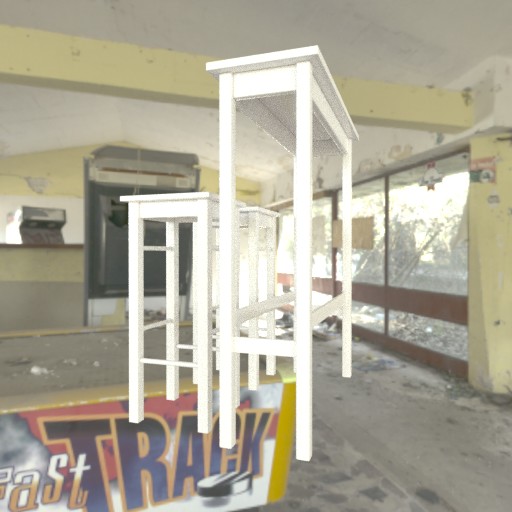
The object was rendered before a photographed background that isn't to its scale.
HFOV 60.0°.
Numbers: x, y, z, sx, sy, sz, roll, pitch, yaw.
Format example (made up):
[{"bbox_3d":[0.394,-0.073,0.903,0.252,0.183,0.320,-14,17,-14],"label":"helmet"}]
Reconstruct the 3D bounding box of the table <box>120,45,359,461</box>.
[{"bbox_3d":[0.000,0.000,1.653,0.650,1.065,0.915,0,0,19],"label":"table"}]
